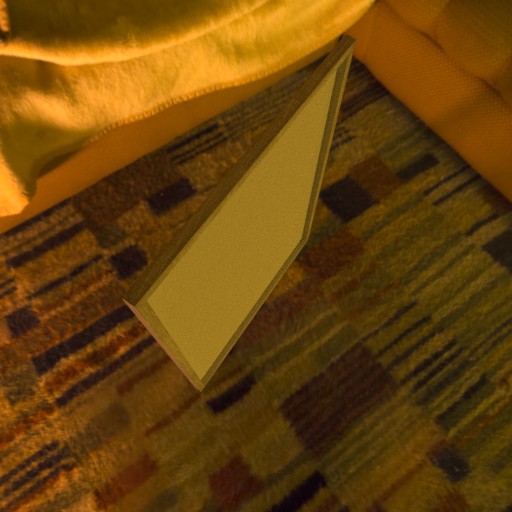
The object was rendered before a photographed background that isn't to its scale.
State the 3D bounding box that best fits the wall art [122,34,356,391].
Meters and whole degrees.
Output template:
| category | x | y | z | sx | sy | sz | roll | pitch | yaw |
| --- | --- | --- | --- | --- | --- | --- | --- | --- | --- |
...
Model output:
| category | x | y | z | sx | sy | sz | roll | pitch | yaw |
| --- | --- | --- | --- | --- | --- | --- | --- | --- | --- |
| wall art | 0.000 | 0.000 | 1.353 | 0.035 | 1.022 | 0.781 | 31 | 69 | 14 |
